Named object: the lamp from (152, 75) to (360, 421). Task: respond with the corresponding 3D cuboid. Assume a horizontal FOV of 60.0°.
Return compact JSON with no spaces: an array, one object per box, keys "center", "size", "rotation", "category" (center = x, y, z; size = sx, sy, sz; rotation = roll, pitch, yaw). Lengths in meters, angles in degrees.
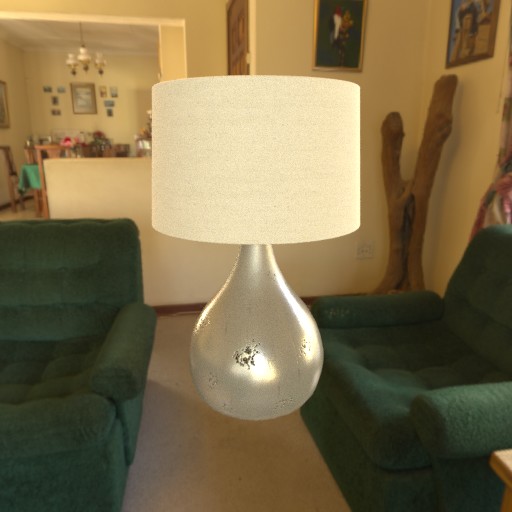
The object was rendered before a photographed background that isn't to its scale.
[{"center":[0.000,0.000,0.736],"size":[0.330,0.521,0.330],"rotation":[0,15,0],"category":"lamp"}]
